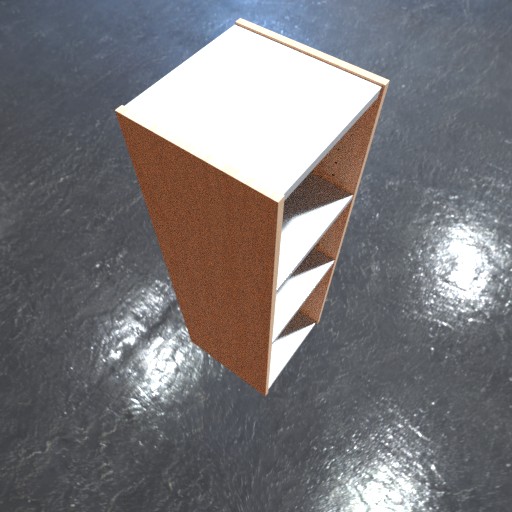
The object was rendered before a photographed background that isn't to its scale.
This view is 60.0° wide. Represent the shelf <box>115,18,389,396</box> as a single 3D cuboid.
[{"bbox_3d":[0.000,0.000,1.043,0.290,0.900,0.300,32,63,19],"label":"shelf"}]
